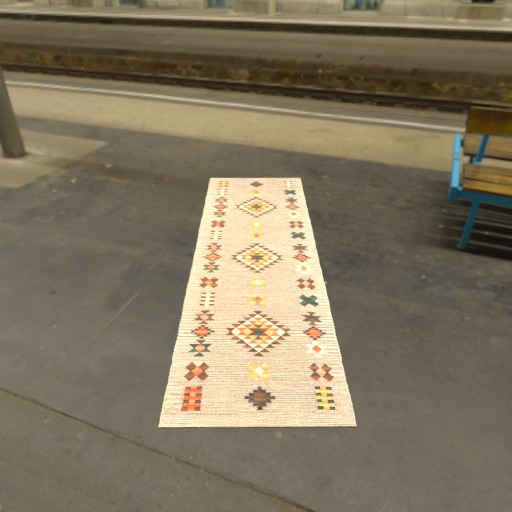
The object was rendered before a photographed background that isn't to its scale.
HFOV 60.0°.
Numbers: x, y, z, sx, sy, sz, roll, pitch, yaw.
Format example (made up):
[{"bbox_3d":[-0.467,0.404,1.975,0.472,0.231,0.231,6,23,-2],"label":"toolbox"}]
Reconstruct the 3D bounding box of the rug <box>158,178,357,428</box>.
[{"bbox_3d":[0.000,0.000,2.719,0.766,0.008,2.432,0,33,0],"label":"rug"}]
